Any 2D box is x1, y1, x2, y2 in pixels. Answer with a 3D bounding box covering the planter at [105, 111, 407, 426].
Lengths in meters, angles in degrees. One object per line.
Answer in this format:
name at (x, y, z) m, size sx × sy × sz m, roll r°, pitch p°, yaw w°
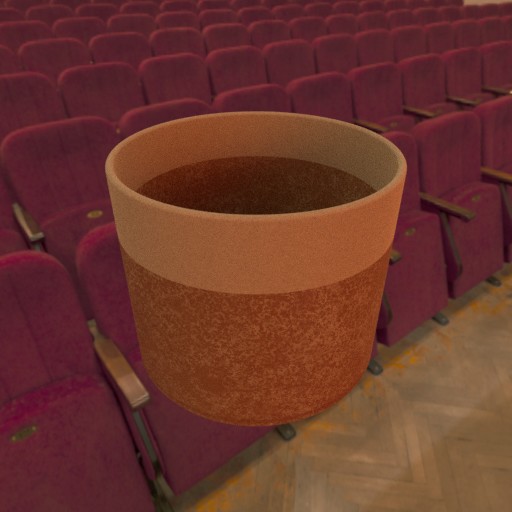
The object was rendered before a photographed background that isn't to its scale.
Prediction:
planter at (0.000, 0.000, 0.278) m, size 0.159 × 0.138 × 0.159 m, roll 0°, pitch 33°, yaw 0°
